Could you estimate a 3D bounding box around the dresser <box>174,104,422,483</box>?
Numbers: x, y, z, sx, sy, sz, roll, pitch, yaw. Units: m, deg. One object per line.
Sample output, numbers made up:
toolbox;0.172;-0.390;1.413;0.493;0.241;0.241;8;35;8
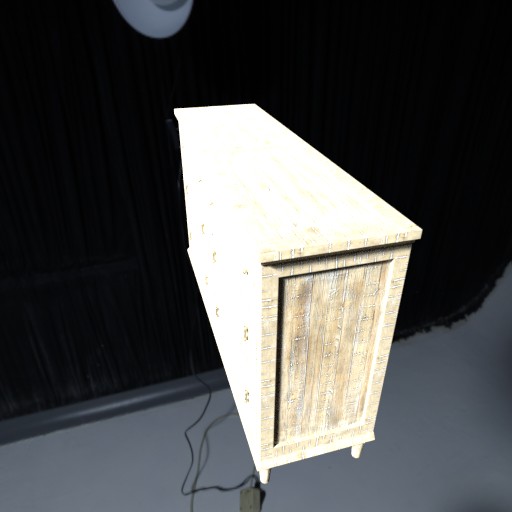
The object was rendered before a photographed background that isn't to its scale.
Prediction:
dresser;0.000;0.000;2.063;0.457;1.016;1.626;-8;32;-14
